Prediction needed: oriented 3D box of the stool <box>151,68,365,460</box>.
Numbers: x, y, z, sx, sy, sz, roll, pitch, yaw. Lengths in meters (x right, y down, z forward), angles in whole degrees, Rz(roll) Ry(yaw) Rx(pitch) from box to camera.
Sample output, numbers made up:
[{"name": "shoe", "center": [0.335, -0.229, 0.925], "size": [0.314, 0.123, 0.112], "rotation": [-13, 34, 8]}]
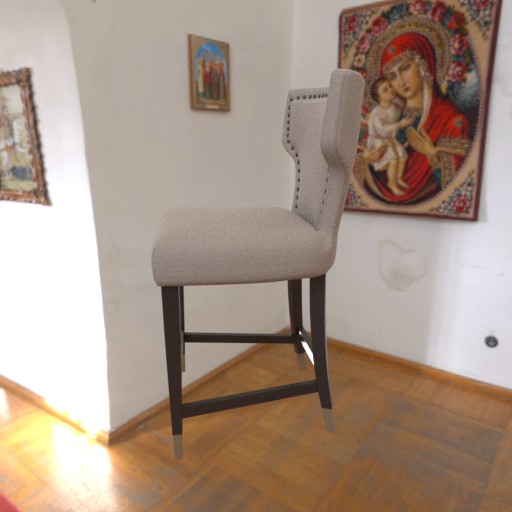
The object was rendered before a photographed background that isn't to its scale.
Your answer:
[{"name": "stool", "center": [0.000, 0.000, 1.318], "size": [0.563, 0.982, 0.527], "rotation": [-2, 15, -8]}]
